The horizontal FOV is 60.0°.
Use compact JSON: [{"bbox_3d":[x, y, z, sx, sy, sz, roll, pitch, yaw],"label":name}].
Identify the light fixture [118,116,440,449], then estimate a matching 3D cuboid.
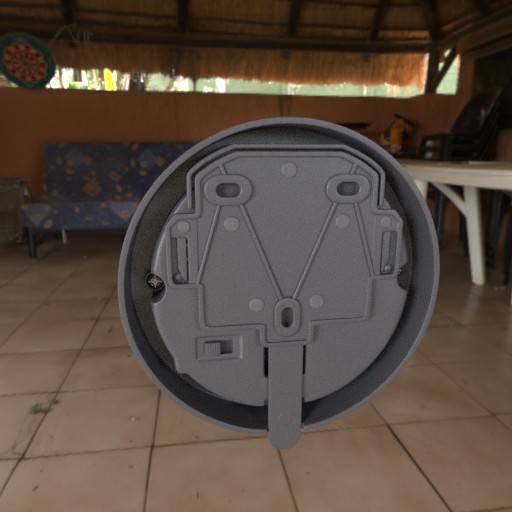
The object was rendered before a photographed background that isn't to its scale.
[{"bbox_3d":[0.000,0.000,0.258,0.134,0.143,0.160,-2,13,-9],"label":"light fixture"}]
